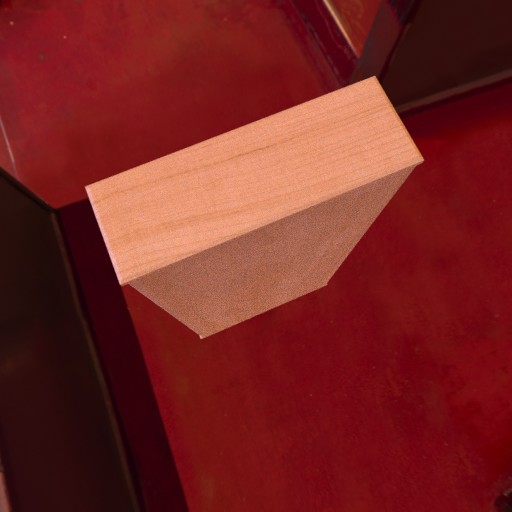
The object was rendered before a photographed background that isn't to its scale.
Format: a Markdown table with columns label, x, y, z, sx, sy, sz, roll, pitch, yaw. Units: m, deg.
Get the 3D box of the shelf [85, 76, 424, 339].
| label | x | y | z | sx | sy | sz | roll | pitch | yaw |
| --- | --- | --- | --- | --- | --- | --- | --- | --- | --- |
| shelf | 0.000 | 0.000 | 1.208 | 0.520 | 1.030 | 0.175 | -23 | 76 | -6 |
